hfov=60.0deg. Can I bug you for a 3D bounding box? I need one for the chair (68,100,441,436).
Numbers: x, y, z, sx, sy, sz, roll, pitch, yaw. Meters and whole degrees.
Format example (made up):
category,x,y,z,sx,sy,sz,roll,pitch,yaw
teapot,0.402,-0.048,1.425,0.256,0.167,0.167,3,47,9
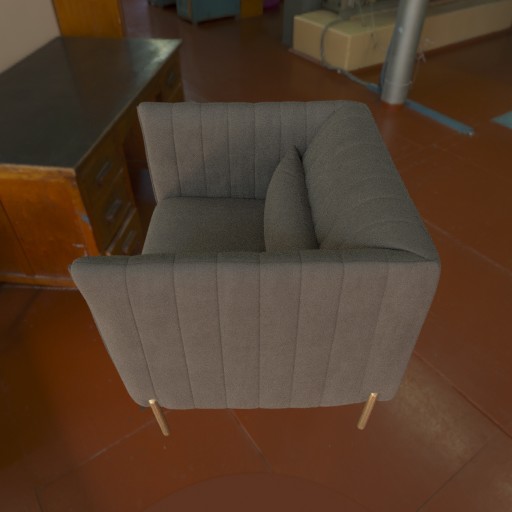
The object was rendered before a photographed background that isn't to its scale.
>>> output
category,x,y,z,sx,sy,sz,roll,pitch,yaw
chair,0.000,0.000,1.581,0.873,0.779,0.981,-1,42,-1
